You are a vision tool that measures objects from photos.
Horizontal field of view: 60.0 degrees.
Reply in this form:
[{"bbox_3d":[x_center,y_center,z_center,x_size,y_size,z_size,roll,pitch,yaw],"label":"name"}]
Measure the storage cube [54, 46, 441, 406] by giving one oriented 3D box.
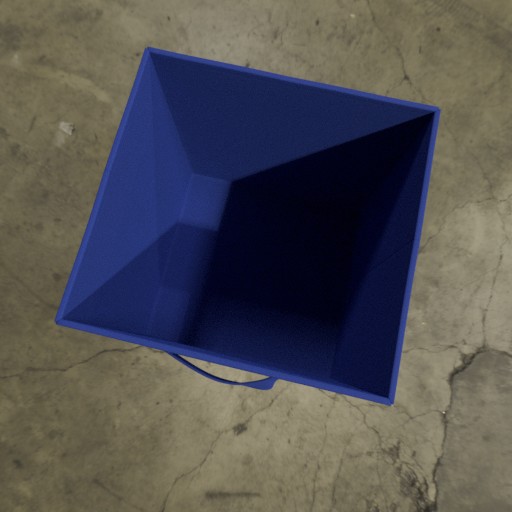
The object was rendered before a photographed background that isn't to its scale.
[{"bbox_3d":[0.000,0.000,0.495,0.270,0.280,0.270,13,78,3],"label":"storage cube"}]
